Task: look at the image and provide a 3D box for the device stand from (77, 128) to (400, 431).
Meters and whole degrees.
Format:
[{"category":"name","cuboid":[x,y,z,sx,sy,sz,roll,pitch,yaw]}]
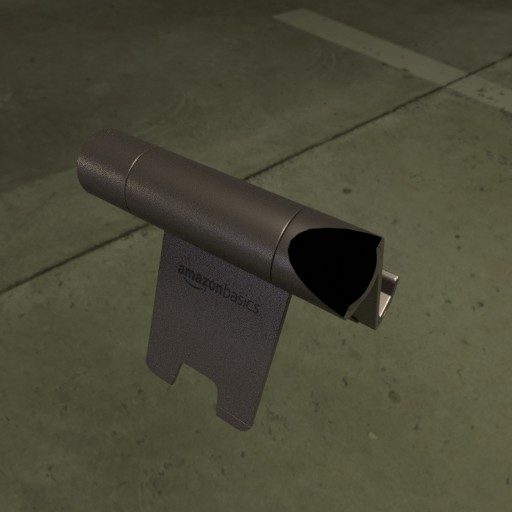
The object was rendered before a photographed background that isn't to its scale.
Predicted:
[{"category":"device stand","cuboid":[0.000,0.000,0.152,0.088,0.084,0.079,26,51,23]}]
